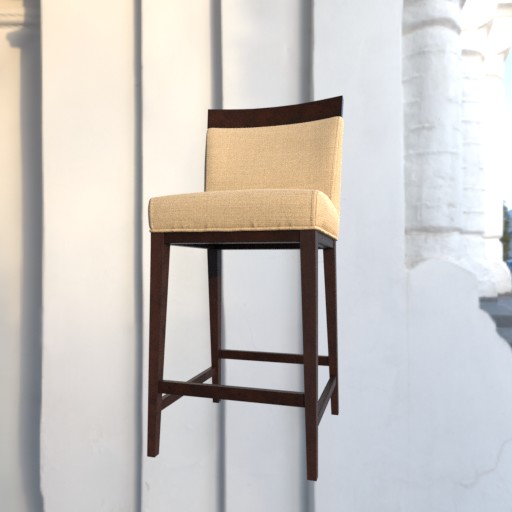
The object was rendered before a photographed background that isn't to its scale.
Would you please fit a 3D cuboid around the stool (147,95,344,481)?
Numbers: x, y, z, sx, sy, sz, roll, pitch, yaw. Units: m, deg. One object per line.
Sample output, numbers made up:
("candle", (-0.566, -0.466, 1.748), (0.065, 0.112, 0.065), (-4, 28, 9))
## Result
("stool", (0.000, 0.000, 1.415), (0.511, 1.117, 0.531), (0, 0, 17))
